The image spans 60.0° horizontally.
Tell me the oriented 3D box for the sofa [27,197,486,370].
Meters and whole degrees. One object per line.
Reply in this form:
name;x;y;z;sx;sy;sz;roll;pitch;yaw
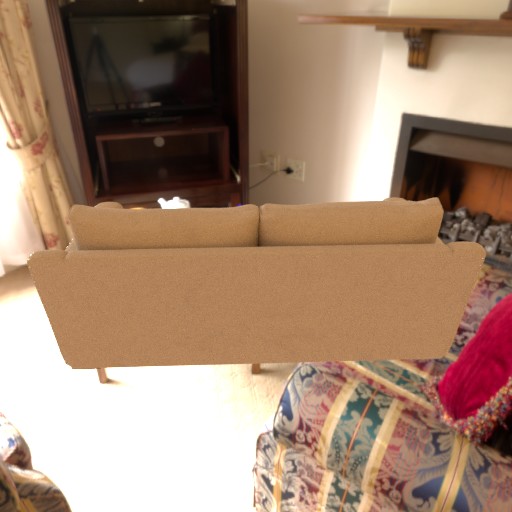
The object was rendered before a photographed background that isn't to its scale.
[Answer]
sofa;0.000;0.000;2.472;1.967;0.901;1.030;-1;30;-2
